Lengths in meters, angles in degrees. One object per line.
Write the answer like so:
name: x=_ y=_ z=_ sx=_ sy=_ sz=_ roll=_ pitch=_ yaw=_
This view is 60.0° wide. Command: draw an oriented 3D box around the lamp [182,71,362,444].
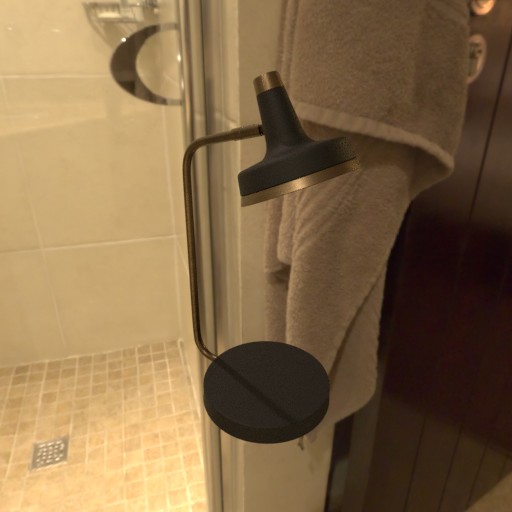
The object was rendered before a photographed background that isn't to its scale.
lamp: x=0.000 y=0.000 z=0.497 sx=0.218 sy=0.385 sz=0.162 roll=18 pitch=31 yaw=33
